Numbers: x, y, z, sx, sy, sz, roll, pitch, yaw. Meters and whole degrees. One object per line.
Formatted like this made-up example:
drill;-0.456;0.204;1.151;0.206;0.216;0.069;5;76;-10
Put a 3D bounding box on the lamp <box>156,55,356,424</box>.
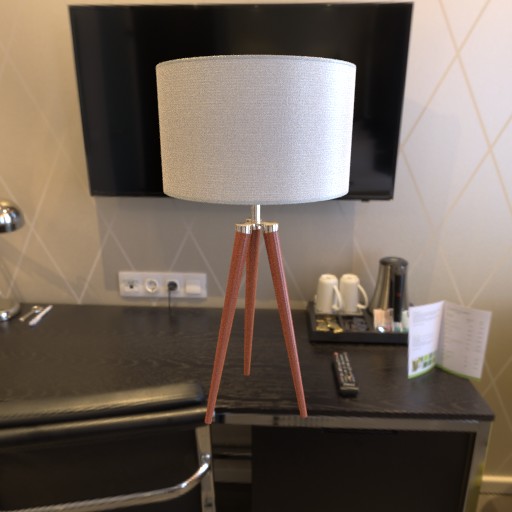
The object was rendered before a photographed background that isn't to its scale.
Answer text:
lamp;0.000;0.000;0.906;0.354;0.709;0.355;-9;19;-26
